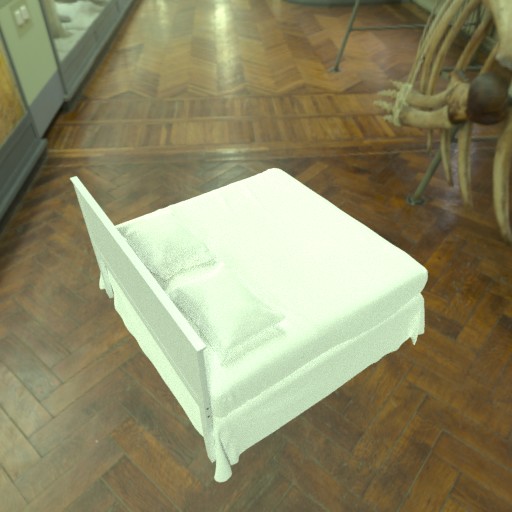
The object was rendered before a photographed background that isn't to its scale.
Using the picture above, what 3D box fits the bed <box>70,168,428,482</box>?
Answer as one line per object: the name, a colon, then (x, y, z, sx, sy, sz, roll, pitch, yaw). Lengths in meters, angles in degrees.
bed: (0.000, 0.000, 3.691, 2.215, 1.273, 2.317, -25, 46, -26)
